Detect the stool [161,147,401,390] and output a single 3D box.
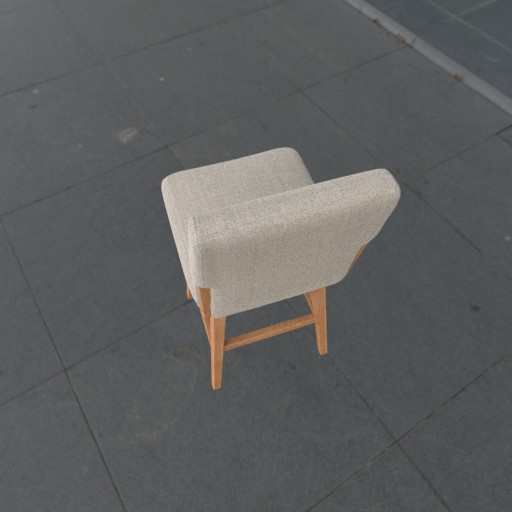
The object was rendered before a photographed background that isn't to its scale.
[{"bbox_3d":[0.000,0.000,1.415,0.483,1.106,0.569,-16,59,-10],"label":"stool"}]
